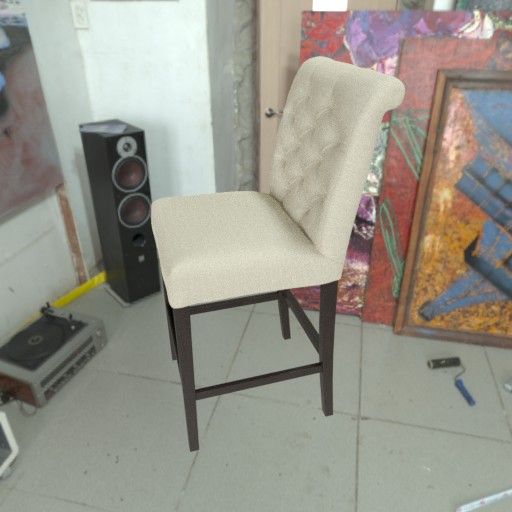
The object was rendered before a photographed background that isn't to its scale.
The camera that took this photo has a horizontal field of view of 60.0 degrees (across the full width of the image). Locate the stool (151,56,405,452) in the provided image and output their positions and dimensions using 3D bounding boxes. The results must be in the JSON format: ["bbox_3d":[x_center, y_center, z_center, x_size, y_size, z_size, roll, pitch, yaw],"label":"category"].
[{"bbox_3d":[0.000,0.000,1.415,0.610,1.118,0.482,-8,31,-14],"label":"stool"}]
